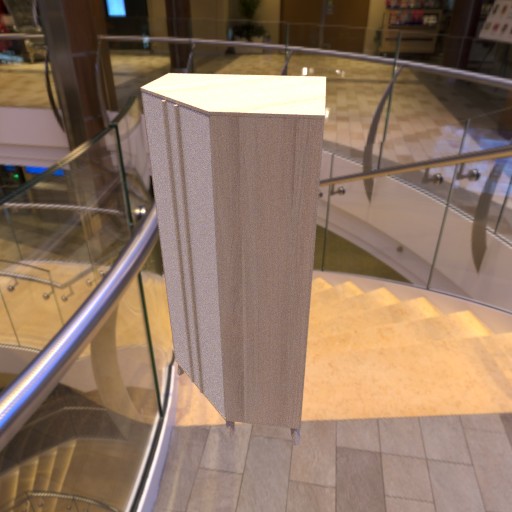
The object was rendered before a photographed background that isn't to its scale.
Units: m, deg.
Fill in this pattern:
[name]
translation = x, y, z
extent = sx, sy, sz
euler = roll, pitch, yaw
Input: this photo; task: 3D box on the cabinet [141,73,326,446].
[cabinet]
translation = 0.000, 0.000, 2.699
extent = 0.969, 1.957, 1.272
euler = -21, 37, -31
